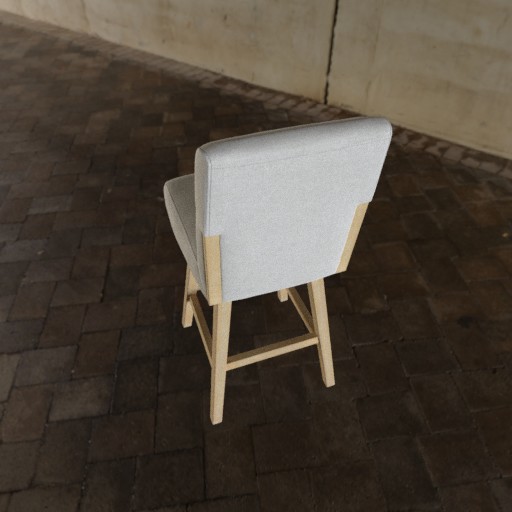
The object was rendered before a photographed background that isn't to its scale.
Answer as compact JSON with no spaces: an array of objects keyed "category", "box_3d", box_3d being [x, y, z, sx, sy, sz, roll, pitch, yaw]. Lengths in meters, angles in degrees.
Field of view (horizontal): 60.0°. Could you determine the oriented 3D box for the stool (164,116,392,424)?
[{"category":"stool","box_3d":[0.000,0.000,1.316,0.446,1.015,0.543,-13,43,-15]}]
